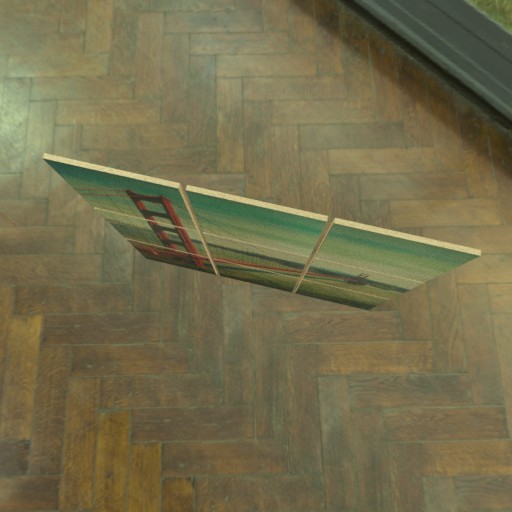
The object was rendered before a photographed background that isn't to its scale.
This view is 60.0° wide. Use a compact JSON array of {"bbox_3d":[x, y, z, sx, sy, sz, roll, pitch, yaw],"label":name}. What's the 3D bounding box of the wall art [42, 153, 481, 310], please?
[{"bbox_3d":[0.000,0.000,1.785,1.217,1.207,0.016,13,77,3],"label":"wall art"}]
